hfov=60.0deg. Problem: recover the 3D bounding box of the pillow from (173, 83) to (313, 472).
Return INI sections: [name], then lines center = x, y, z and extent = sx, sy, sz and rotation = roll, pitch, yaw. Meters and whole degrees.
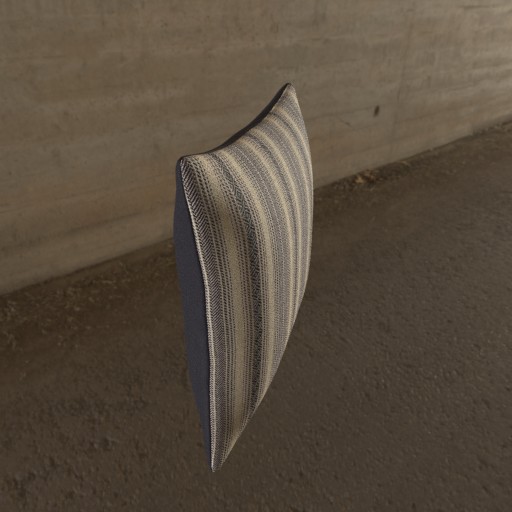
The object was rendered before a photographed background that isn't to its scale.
[pillow]
center = 0.000, 0.000, 0.789
extent = 0.166, 0.508, 0.520
rotation = 8, 31, 14
